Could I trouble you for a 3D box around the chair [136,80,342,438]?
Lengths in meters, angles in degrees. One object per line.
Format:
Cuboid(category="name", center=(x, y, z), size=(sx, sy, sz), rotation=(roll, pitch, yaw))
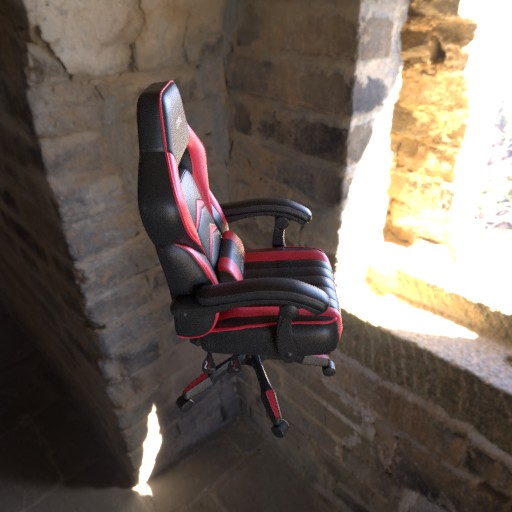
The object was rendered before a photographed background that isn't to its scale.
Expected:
Cuboid(category="chair", center=(0.000, 0.000, 1.662), size=(0.700, 1.220, 0.700), rotation=(0, 32, 1))
